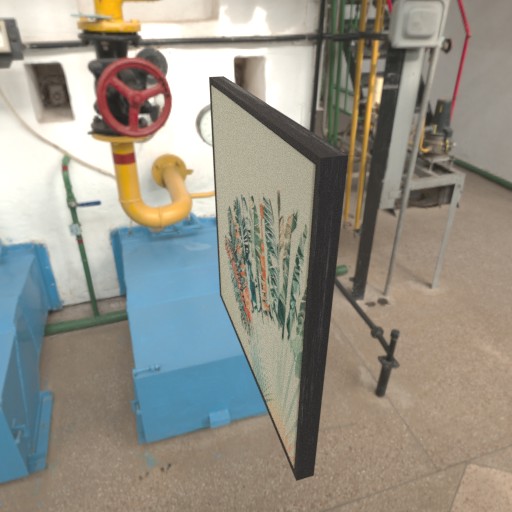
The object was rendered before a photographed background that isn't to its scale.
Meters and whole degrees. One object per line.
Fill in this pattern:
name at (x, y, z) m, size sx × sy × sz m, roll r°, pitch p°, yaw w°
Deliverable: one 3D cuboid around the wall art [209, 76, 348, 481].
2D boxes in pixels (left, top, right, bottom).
wall art at (0.000, 0.000, 1.141) m, size 0.043 × 0.758 × 0.762 m, roll -9°, pitch 32°, yaw -15°
